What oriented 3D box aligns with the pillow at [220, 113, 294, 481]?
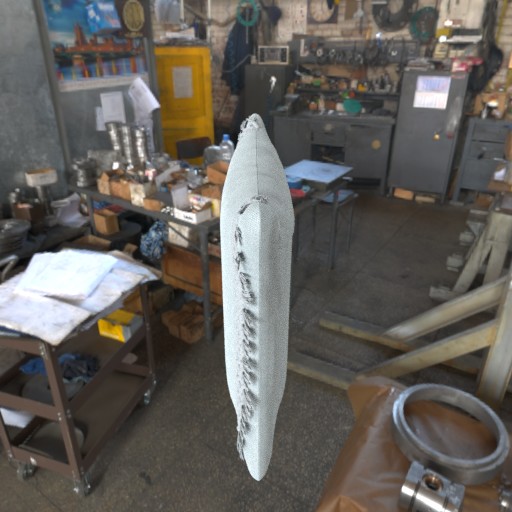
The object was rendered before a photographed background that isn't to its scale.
[{"bbox_3d":[0.000,0.000,0.593,0.084,0.305,0.466,0,26,0],"label":"pillow"}]
